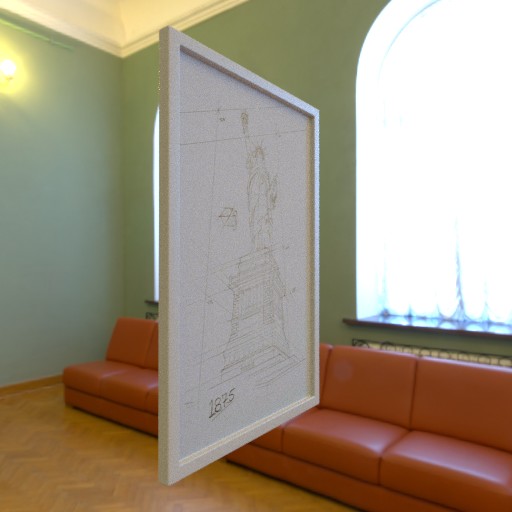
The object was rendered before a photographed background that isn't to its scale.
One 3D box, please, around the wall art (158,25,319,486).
[{"bbox_3d":[0.000,0.000,1.010,0.026,0.813,0.556,0,0,36],"label":"wall art"}]
